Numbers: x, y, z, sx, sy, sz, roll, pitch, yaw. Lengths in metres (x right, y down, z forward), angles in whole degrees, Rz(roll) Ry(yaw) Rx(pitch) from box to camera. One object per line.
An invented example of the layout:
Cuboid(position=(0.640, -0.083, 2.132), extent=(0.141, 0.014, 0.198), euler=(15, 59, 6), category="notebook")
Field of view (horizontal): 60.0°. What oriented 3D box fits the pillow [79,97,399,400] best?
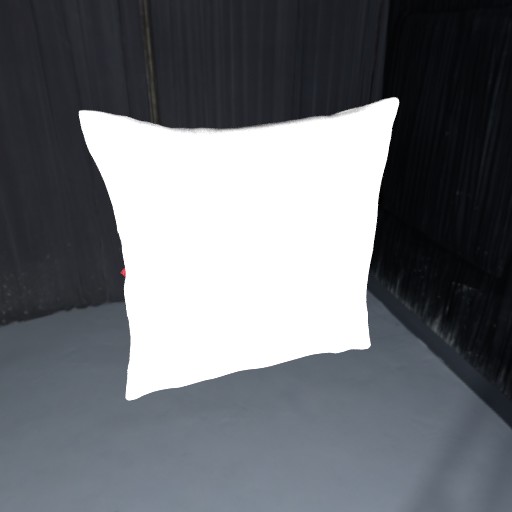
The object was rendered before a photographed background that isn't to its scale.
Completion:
Cuboid(position=(0.000, 0.000, 0.667), extent=(0.433, 0.436, 0.173), euler=(-8, 27, -15), category="pillow")
